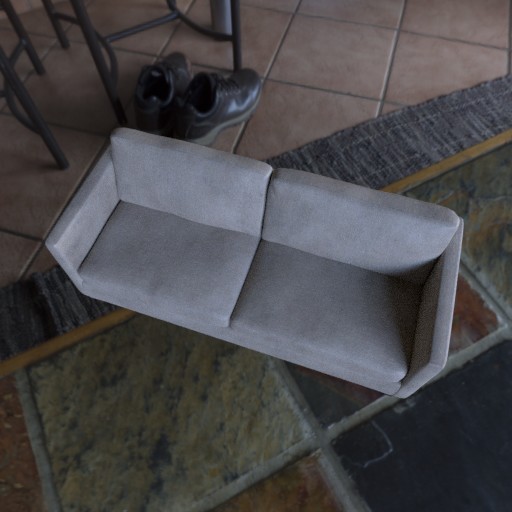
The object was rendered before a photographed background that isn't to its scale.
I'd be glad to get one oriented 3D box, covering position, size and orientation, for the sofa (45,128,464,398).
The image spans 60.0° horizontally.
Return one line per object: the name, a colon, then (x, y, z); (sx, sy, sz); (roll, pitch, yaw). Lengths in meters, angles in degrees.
sofa: (0.000, 0.000, 2.705); (2.208, 0.965, 0.951); (16, 61, 9)
